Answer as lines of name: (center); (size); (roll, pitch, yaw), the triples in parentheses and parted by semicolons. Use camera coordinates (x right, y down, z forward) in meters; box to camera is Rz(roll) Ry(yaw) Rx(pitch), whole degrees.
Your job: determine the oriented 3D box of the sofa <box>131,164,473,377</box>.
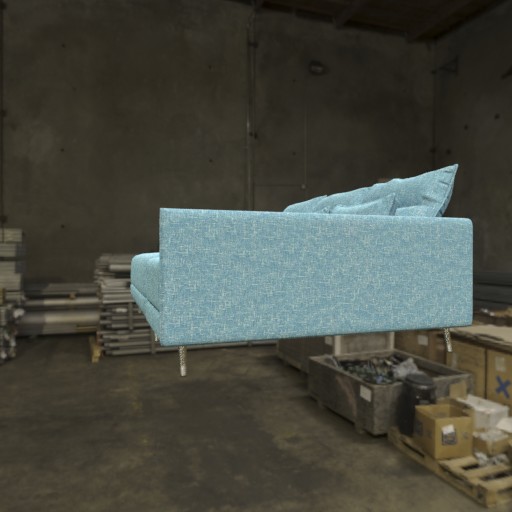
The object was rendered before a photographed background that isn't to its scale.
sofa: (0.000, 0.000, 2.762); (1.420, 0.899, 2.034); (0, 0, -19)
